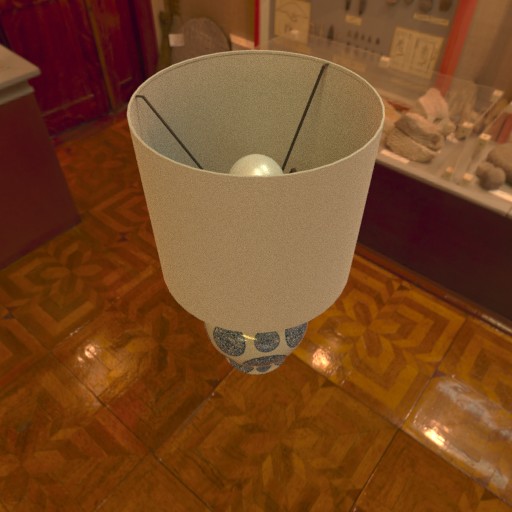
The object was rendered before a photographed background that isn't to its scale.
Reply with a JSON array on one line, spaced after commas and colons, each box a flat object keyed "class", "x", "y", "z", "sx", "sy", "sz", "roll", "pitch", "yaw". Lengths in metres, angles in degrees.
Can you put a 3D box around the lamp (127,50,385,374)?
[{"class": "lamp", "x": 0.000, "y": 0.000, "z": 0.513, "sx": 0.215, "sy": 0.381, "sz": 0.215, "roll": 33, "pitch": 54, "yaw": 27}]
